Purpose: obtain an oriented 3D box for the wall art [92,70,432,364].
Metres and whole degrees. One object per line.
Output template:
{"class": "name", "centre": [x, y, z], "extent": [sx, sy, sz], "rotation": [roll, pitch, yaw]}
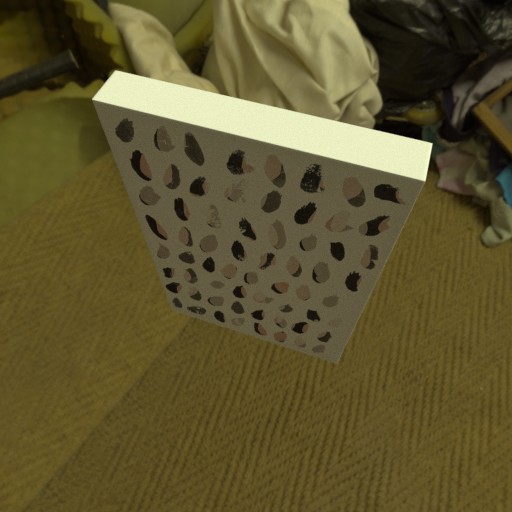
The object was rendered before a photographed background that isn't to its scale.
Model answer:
{"class": "wall art", "centre": [0.000, 0.000, 0.489], "extent": [0.252, 0.381, 0.039], "rotation": [16, 60, 10]}
